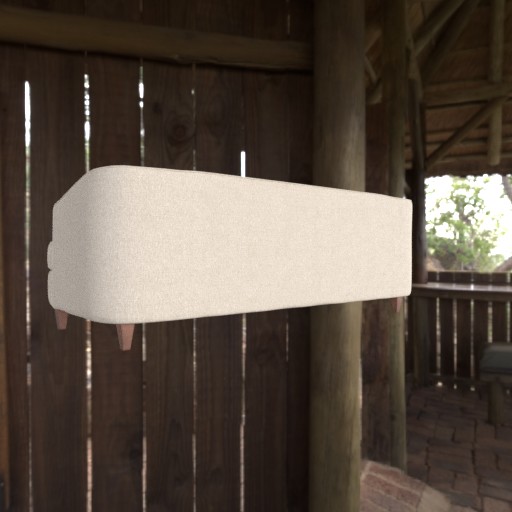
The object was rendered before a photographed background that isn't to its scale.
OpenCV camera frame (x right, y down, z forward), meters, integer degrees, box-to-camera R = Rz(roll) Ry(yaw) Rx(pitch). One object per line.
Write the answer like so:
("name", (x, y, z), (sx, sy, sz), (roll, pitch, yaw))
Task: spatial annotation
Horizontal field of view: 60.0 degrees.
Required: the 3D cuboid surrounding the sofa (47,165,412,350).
("sofa", (0.000, 0.000, 2.751), (2.235, 0.788, 0.913), (0, 1, -38))
